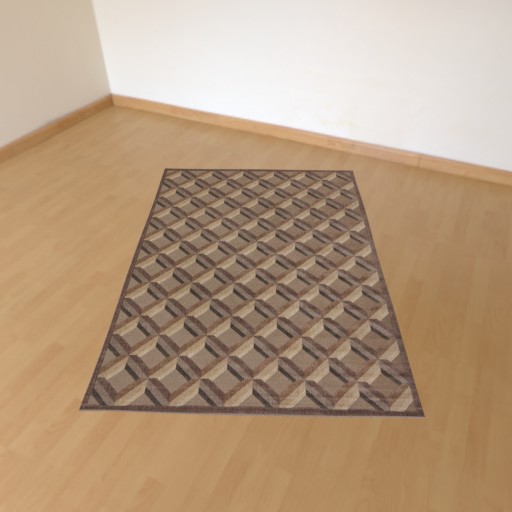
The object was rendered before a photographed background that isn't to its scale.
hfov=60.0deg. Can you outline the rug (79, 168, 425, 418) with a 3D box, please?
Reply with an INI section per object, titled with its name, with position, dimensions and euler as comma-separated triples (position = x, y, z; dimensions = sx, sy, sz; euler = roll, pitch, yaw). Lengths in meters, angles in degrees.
[rug]
position = 0.000, 0.000, 2.895
dimensions = 1.600, 0.013, 2.260
euler = 1, 40, 1
